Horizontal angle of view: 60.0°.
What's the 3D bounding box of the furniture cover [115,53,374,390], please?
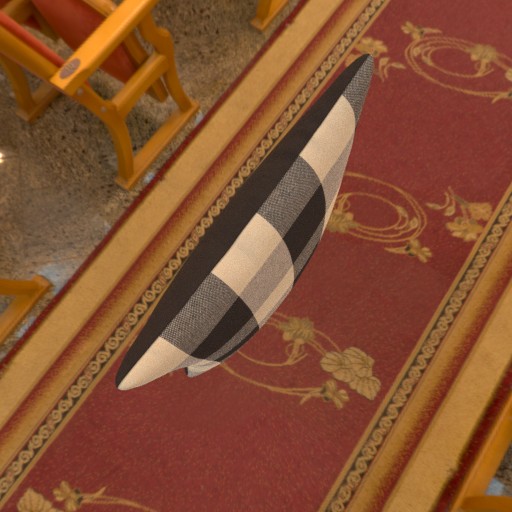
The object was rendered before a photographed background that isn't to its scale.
[{"bbox_3d":[0.000,0.000,0.768,0.161,0.509,0.511,35,79,8],"label":"furniture cover"}]
